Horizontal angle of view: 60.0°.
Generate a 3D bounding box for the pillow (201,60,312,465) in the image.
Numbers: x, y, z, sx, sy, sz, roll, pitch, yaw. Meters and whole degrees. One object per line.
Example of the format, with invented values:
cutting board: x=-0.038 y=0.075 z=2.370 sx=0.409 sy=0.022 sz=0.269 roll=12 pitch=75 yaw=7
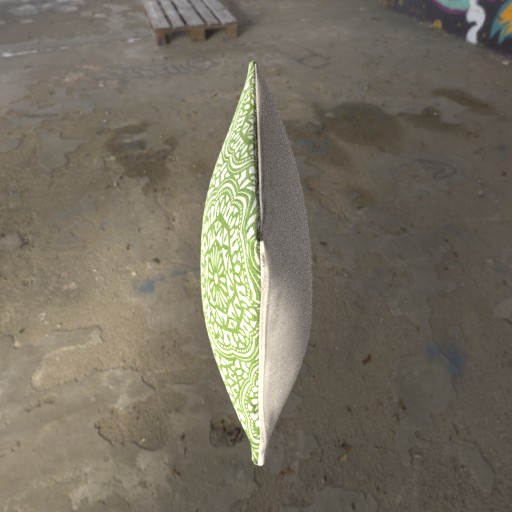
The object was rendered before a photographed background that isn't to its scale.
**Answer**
pillow: x=0.000 y=0.000 z=0.655 sx=0.162 sy=0.419 sz=0.440 roll=-1 pitch=42 yaw=-1
